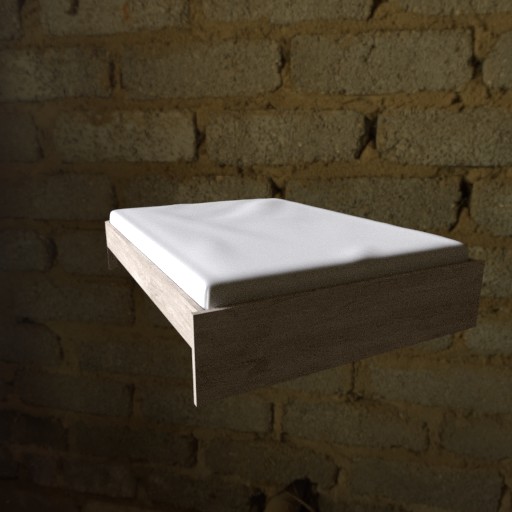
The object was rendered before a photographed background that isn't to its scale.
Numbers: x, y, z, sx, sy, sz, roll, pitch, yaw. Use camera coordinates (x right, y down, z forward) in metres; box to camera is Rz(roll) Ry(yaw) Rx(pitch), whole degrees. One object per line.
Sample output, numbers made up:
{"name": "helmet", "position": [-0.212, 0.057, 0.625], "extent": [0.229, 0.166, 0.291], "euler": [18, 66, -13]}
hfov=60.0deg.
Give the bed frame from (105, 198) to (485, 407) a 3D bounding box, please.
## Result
{"name": "bed frame", "position": [0.000, 0.000, 2.682], "extent": [1.490, 0.462, 1.950], "euler": [-8, 17, -26]}
